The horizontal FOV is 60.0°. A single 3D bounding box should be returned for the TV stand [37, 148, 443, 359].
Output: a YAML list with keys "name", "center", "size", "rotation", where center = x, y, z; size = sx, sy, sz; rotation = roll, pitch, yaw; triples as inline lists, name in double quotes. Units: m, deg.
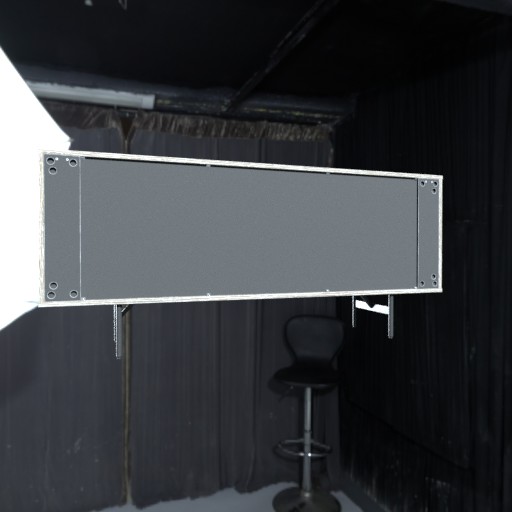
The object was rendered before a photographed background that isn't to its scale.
- name: "TV stand"
  center: [0.000, 0.000, 2.083]
  size: [1.804, 0.787, 0.405]
  rotation: [0, 1, -19]
